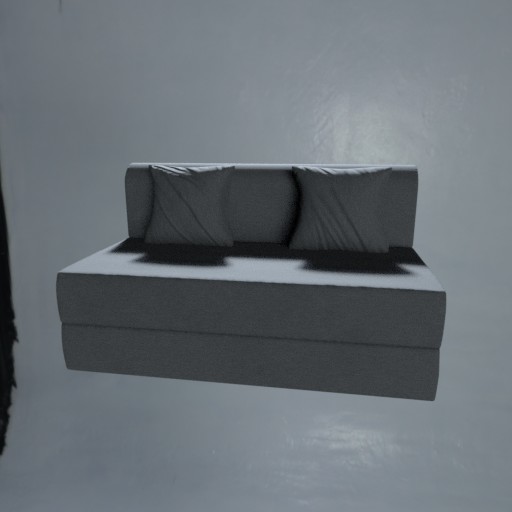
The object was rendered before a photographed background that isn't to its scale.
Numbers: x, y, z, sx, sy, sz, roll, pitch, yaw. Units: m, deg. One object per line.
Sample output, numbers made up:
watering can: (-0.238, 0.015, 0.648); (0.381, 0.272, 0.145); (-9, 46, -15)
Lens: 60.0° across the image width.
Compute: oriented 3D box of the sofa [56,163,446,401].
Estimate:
sofa: (0.000, 0.000, 1.706); (1.225, 0.670, 0.762); (2, 15, 9)
